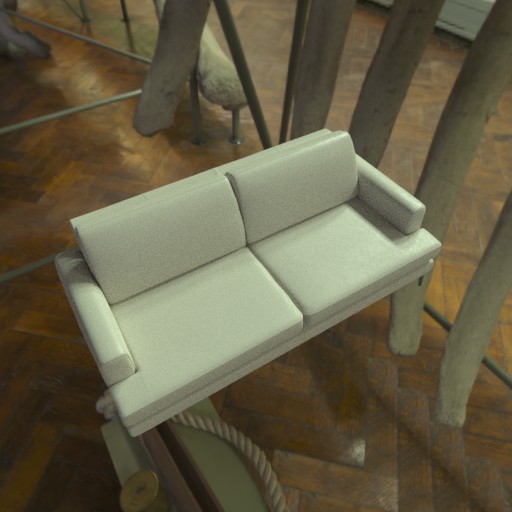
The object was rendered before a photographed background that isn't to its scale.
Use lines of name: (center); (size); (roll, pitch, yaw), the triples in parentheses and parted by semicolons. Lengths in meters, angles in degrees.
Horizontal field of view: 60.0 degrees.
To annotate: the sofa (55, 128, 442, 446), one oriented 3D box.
sofa: (0.000, 0.000, 2.457); (1.940, 0.765, 0.974); (-25, 52, -21)
